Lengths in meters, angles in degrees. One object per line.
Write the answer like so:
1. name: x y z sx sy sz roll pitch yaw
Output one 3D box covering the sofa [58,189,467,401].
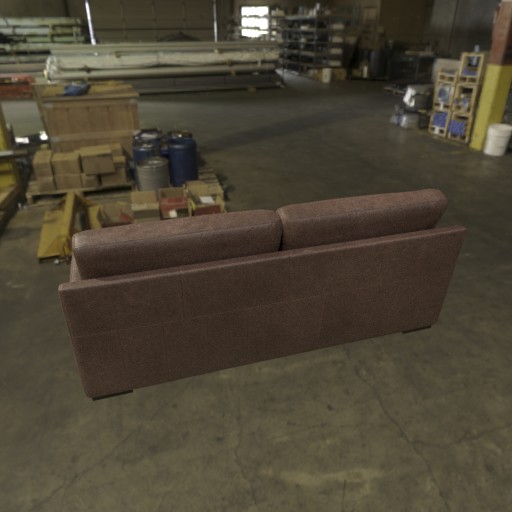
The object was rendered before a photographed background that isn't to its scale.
1. sofa: 0.000 0.000 2.840 2.261 0.941 1.143 -8 29 -15
